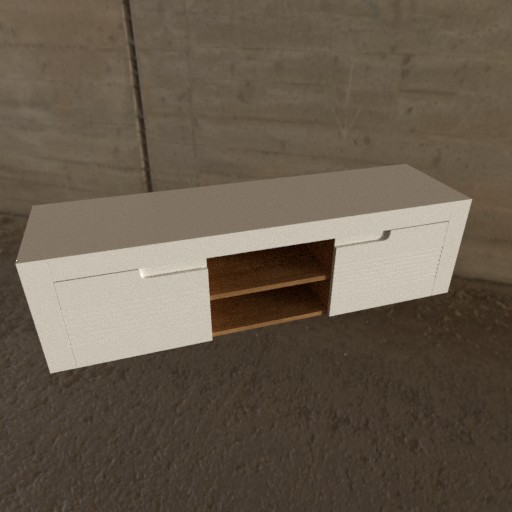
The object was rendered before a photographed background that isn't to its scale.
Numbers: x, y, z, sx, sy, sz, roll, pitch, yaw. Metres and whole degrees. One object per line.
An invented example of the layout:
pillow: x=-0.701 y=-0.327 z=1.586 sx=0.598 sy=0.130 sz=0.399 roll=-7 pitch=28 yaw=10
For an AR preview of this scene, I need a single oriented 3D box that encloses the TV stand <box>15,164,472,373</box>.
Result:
TV stand: x=0.000 y=0.000 z=1.679 sx=1.500 sy=0.440 sz=0.410 roll=-9 pitch=31 yaw=-15
